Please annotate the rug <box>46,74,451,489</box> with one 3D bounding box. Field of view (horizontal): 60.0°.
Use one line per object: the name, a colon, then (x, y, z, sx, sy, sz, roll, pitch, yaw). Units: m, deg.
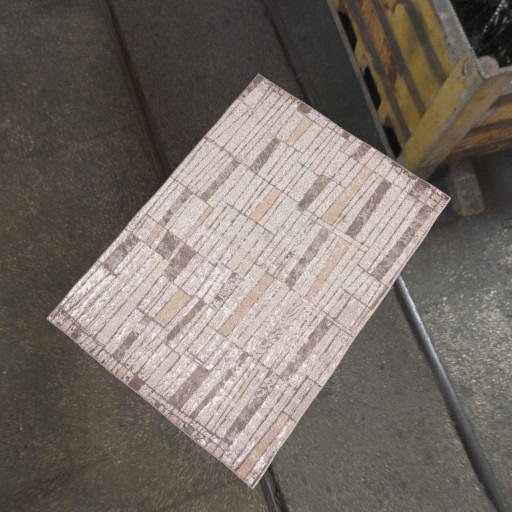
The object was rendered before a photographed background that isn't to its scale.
rug: (0.000, 0.000, 4.335, 2.449, 0.019, 3.357, 36, 78, 9)
